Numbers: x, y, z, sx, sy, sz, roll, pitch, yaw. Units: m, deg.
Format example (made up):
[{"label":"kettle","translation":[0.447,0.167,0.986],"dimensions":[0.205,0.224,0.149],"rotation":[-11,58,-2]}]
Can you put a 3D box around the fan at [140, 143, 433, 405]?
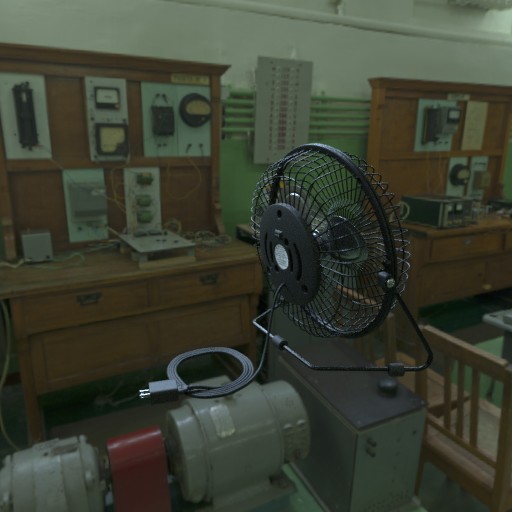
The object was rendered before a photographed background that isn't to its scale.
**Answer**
[{"label":"fan","translation":[0.000,0.000,0.383],"dimensions":[0.227,0.188,0.209],"rotation":[-8,17,-27]}]
